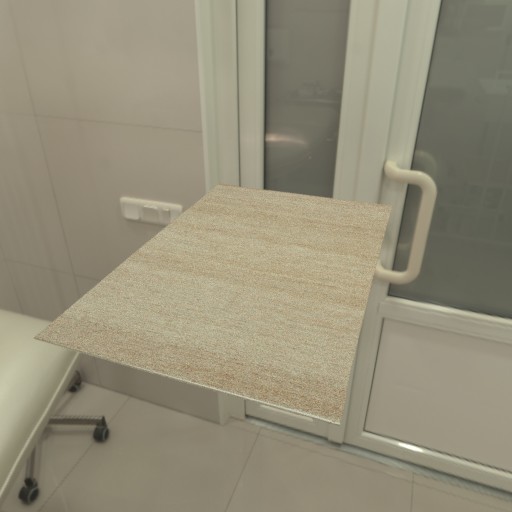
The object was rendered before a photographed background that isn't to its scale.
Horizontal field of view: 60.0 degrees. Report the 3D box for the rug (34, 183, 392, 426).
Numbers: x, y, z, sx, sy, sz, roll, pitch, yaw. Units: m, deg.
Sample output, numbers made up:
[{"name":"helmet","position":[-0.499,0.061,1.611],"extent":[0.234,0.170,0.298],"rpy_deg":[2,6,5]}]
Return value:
[{"name":"rug","position":[0.000,0.000,2.975],"extent":[1.574,0.029,2.346],"rpy_deg":[10,32,17]}]
